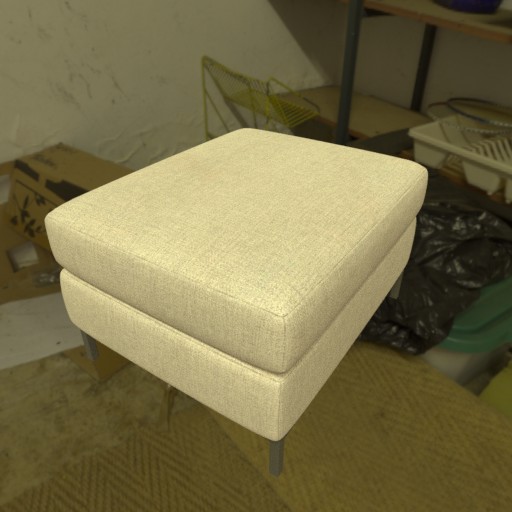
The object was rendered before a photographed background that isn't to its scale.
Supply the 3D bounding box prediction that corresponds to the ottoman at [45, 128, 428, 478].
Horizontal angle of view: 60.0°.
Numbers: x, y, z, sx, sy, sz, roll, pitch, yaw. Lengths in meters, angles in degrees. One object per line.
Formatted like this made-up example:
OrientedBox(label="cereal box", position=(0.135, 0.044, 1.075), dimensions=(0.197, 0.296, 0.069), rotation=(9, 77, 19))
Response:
OrientedBox(label="ottoman", position=(0.000, 0.000, 1.222), dimensions=(0.671, 0.490, 0.820), rotation=(20, 38, 28))
